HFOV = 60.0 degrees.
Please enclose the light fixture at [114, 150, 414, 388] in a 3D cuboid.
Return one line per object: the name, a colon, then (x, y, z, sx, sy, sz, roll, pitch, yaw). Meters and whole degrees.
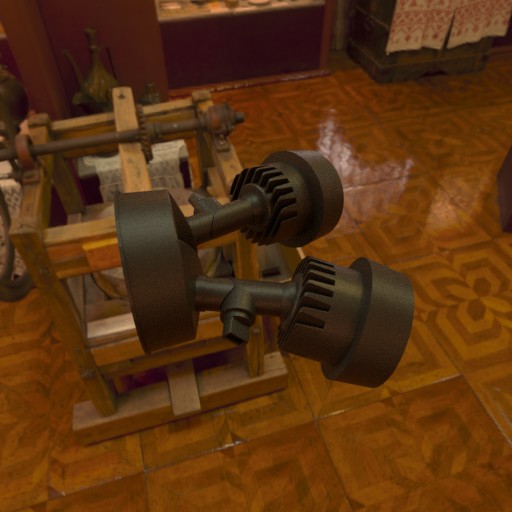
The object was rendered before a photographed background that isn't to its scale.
light fixture: (0.000, 0.000, 0.312, 0.168, 0.120, 0.213, -11, 47, -10)
